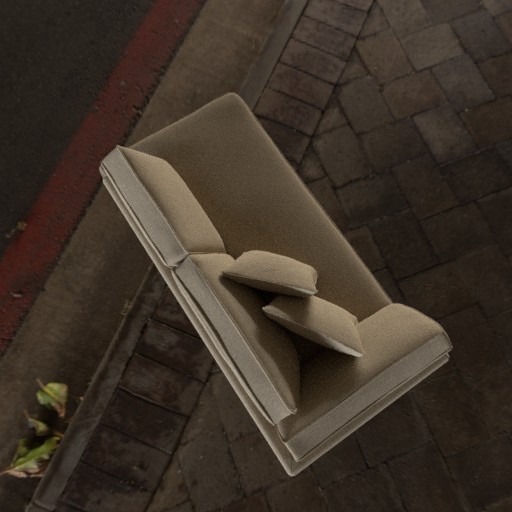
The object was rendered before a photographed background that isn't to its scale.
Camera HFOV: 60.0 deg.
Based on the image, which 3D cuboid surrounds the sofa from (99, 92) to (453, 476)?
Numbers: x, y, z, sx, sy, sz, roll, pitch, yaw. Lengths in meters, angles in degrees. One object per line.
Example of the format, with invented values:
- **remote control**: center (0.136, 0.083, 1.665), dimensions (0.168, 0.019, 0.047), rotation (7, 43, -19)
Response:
- **sofa**: center (0.000, 0.000, 2.815), dimensions (1.110, 1.033, 2.237), rotation (-33, 78, -8)
